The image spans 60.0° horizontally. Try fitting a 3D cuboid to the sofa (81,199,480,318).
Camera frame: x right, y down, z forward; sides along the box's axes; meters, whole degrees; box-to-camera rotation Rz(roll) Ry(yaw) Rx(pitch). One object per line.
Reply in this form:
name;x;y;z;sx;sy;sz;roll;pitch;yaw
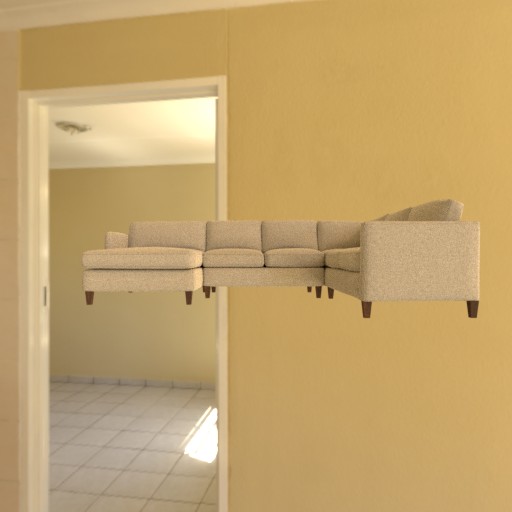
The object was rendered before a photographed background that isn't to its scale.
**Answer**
sofa;0.000;0.000;4.639;3.460;0.959;2.593;0;0;-1
